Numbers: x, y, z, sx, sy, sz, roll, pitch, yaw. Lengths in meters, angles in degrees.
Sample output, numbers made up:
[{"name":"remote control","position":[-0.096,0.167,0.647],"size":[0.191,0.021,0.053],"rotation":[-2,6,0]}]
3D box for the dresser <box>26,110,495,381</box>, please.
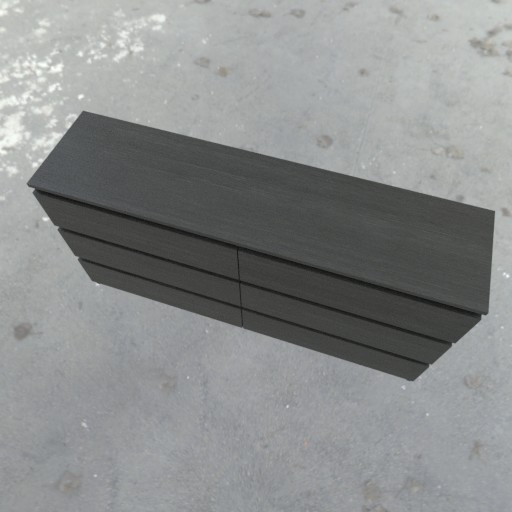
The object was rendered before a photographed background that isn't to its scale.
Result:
[{"name":"dresser","position":[0.000,0.000,1.886],"size":[1.590,0.795,0.400],"rotation":[16,60,9]}]
